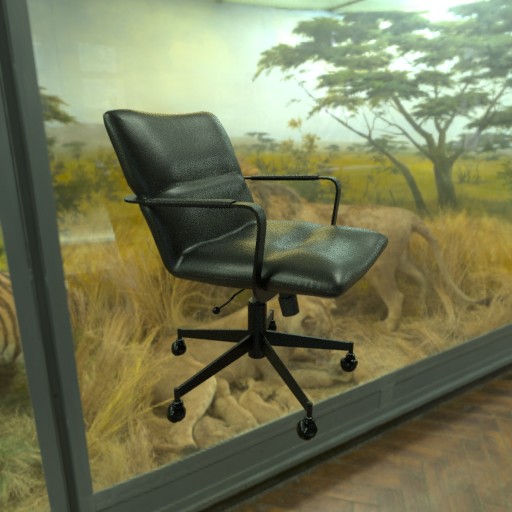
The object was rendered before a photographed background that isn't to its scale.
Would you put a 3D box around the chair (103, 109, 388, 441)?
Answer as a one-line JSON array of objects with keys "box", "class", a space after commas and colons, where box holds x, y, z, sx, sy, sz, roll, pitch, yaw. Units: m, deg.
[{"box": [0.000, 0.000, 1.464, 0.748, 0.922, 0.719, 9, 19, 27], "class": "chair"}]
